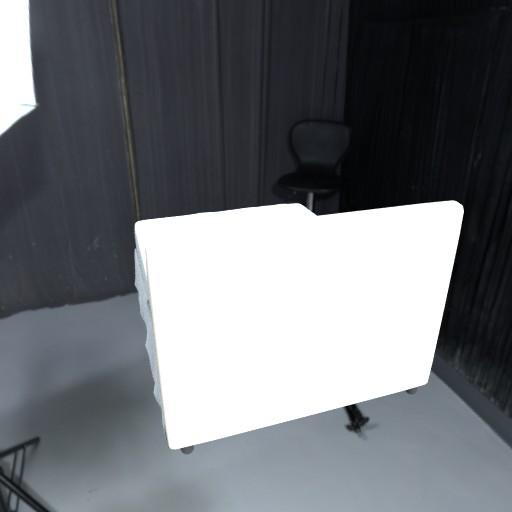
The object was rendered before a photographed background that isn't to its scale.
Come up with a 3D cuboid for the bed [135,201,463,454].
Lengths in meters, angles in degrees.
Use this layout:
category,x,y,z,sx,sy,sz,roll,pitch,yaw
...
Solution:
category,x,y,z,sx,sy,sz,roll,pitch,yaw
bed,0.000,0.000,3.309,1.748,1.330,2.142,-8,27,-17
